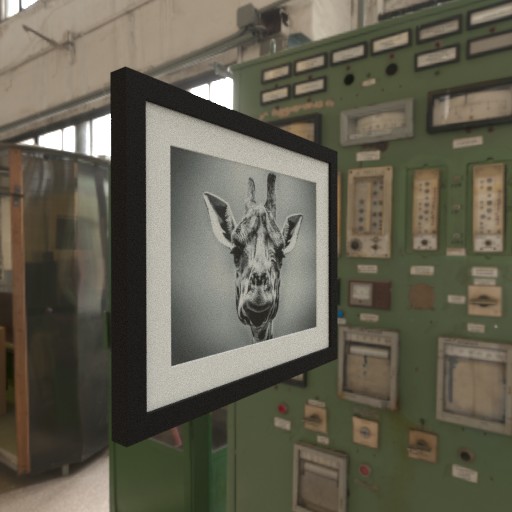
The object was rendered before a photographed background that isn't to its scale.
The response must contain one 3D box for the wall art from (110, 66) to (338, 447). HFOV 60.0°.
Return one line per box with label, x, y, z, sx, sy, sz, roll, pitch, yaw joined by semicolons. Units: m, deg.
wall art;0.000;0.000;0.763;0.031;0.457;0.558;0;0;37
